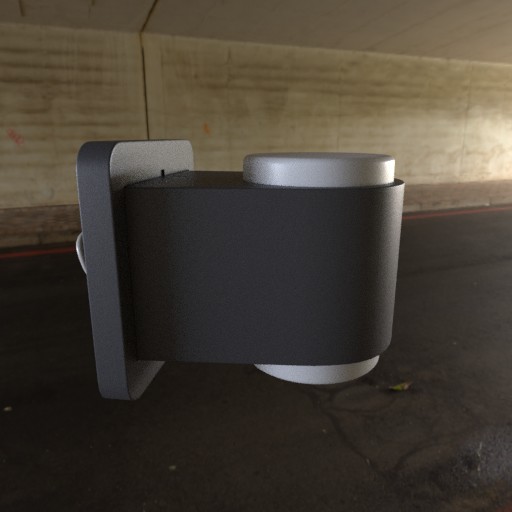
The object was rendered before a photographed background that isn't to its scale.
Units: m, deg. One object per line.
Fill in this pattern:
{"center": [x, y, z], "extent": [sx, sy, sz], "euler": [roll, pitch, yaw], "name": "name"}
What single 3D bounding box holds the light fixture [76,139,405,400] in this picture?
{"center": [0.000, 0.000, 0.215], "extent": [0.132, 0.109, 0.109], "euler": [2, 15, 8], "name": "light fixture"}
